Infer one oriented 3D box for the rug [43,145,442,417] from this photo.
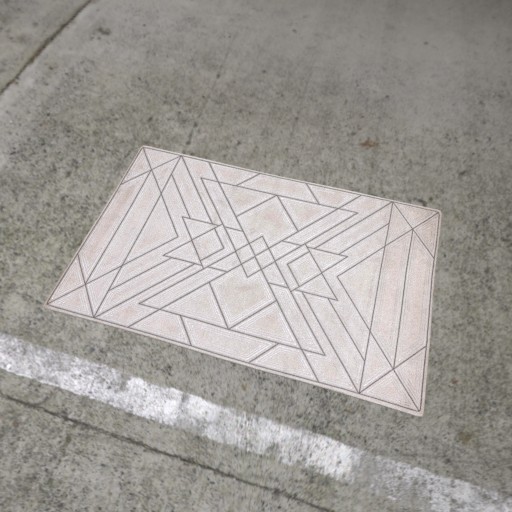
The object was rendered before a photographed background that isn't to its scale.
[{"bbox_3d":[0.000,0.000,3.127,2.459,0.023,1.575,14,58,9],"label":"rug"}]
